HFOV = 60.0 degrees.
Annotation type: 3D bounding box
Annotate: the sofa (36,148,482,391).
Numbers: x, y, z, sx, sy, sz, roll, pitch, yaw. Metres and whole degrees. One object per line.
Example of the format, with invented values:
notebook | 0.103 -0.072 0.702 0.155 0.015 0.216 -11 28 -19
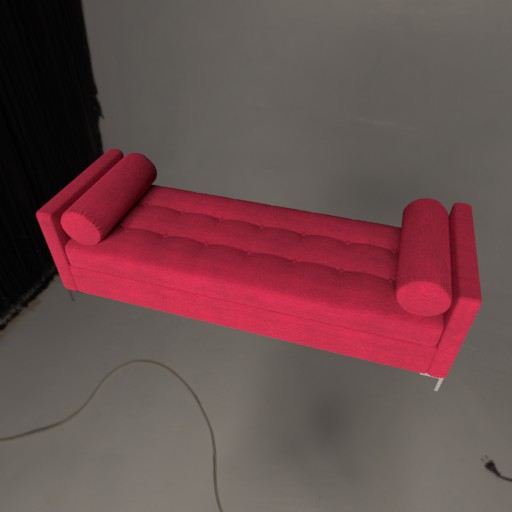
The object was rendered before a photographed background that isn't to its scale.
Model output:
sofa | 0.000 0.000 2.312 1.981 0.635 0.686 11 42 13
